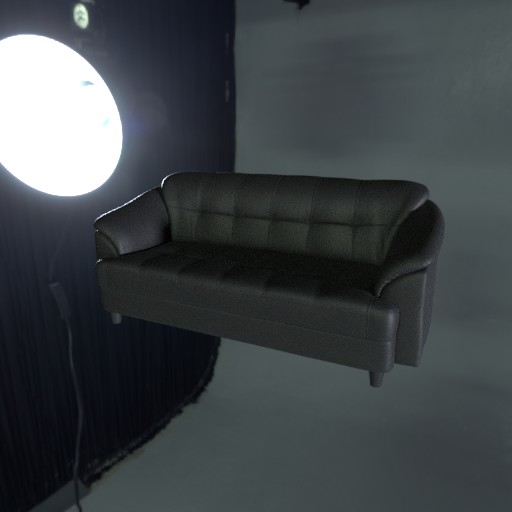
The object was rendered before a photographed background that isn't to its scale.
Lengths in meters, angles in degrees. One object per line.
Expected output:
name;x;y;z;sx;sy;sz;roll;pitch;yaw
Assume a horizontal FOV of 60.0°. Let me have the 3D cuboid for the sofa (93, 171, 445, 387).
sofa;0.000;0.000;2.377;1.829;0.811;0.800;7;17;26
